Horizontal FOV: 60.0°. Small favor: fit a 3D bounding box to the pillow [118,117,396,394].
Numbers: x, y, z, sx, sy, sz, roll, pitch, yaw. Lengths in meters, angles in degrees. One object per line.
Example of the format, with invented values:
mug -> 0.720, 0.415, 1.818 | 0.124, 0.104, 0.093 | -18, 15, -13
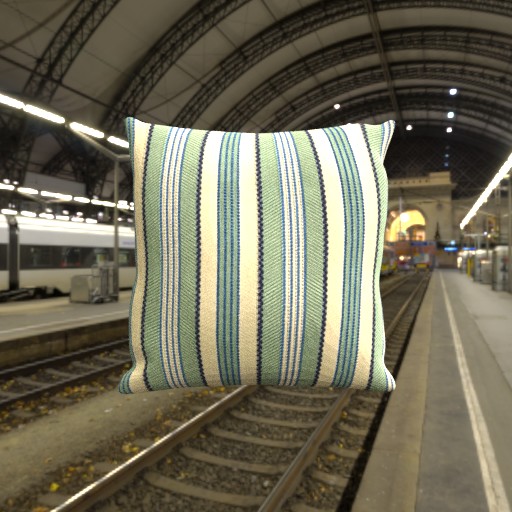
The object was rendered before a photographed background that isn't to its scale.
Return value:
pillow -> 0.000, 0.000, 0.698 | 0.440, 0.441, 0.182 | 0, -1, 1
